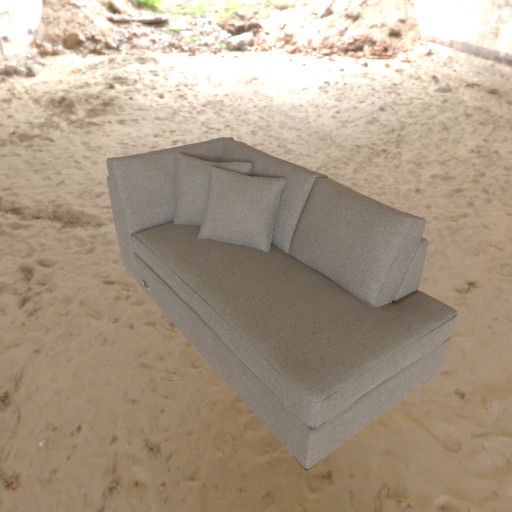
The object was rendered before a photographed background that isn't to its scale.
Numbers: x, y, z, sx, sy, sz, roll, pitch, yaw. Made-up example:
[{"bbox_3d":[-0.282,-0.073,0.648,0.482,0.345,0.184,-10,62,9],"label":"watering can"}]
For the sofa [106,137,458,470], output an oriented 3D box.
[{"bbox_3d":[0.000,0.000,2.838,1.110,1.019,2.238,-21,37,-31],"label":"sofa"}]
